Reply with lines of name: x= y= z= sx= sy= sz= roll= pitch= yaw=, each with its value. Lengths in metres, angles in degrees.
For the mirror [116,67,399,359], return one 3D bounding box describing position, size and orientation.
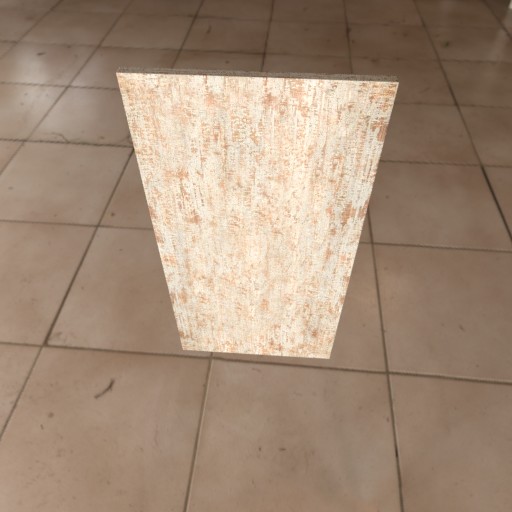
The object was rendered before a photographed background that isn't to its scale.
mirror: x=0.000 y=0.000 z=1.090 sx=0.472 sy=0.922 sz=0.027 roll=3 pitch=48 yaw=3
